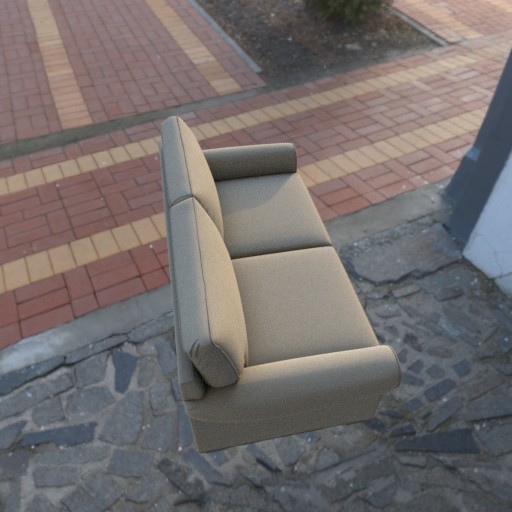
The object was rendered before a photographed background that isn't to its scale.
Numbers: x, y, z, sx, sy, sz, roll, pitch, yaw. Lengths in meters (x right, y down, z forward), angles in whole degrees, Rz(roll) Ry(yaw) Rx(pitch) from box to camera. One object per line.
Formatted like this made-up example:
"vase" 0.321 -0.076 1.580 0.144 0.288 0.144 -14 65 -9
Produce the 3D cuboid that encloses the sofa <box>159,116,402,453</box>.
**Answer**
"sofa" 0.000 0.000 2.505 0.940 0.952 1.930 -8 46 -8
